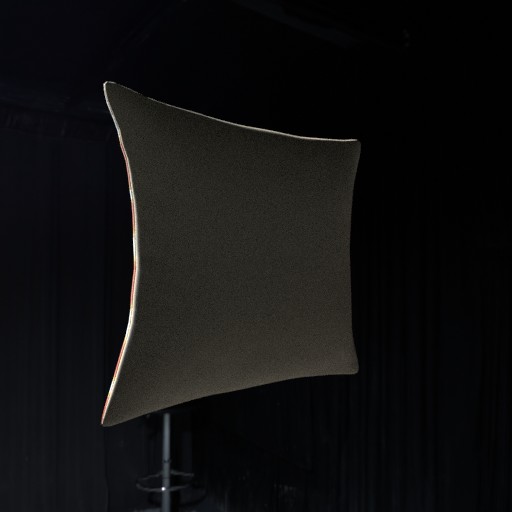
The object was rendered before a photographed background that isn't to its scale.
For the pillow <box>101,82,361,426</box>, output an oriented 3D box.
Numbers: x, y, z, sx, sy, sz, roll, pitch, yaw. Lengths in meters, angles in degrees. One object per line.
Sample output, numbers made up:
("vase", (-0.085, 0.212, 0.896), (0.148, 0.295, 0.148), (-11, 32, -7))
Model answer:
("pillow", (0.000, 0.000, 0.810), (0.552, 0.508, 0.166), (0, -1, -36))
